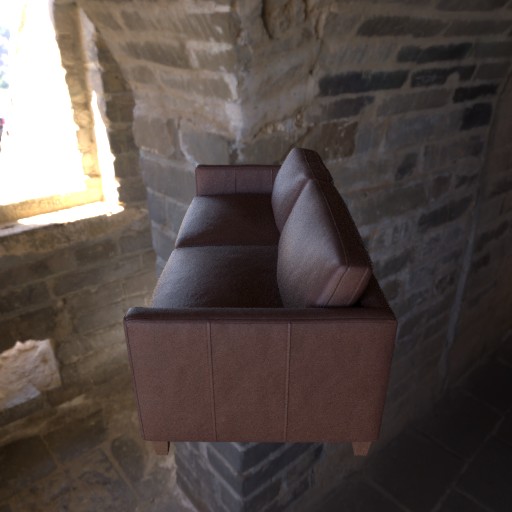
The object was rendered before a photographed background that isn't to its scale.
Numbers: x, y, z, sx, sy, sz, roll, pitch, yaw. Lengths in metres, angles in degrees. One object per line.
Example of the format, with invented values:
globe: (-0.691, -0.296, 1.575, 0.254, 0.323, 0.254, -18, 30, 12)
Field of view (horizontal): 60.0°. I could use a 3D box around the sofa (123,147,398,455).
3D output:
sofa: (0.000, 0.000, 2.385, 0.923, 0.863, 1.971, 0, 26, 0)
